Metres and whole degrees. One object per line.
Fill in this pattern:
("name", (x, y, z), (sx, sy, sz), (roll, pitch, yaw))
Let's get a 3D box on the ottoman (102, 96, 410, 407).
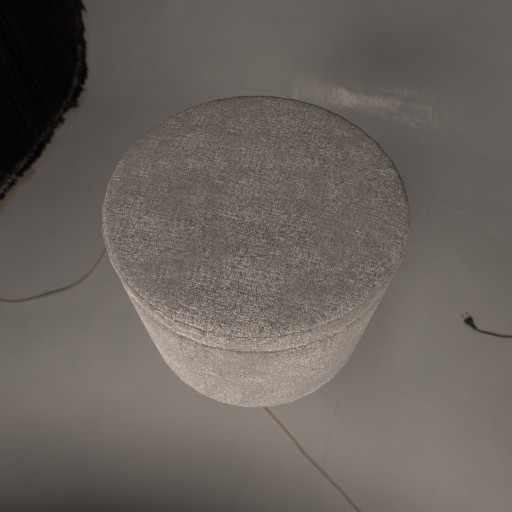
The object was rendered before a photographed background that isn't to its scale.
("ottoman", (0.000, 0.000, 0.881), (0.500, 0.419, 0.500), (0, 58, 0))
